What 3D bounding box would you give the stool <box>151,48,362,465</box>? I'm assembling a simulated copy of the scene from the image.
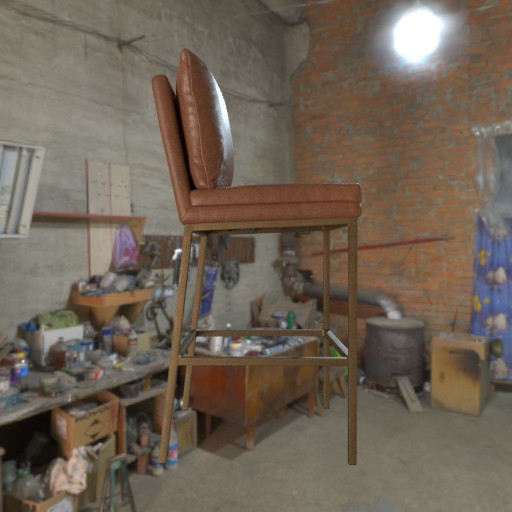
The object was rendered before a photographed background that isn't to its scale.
[{"bbox_3d":[0.000,0.000,1.410,0.571,1.124,0.463,0,1,0],"label":"stool"}]
